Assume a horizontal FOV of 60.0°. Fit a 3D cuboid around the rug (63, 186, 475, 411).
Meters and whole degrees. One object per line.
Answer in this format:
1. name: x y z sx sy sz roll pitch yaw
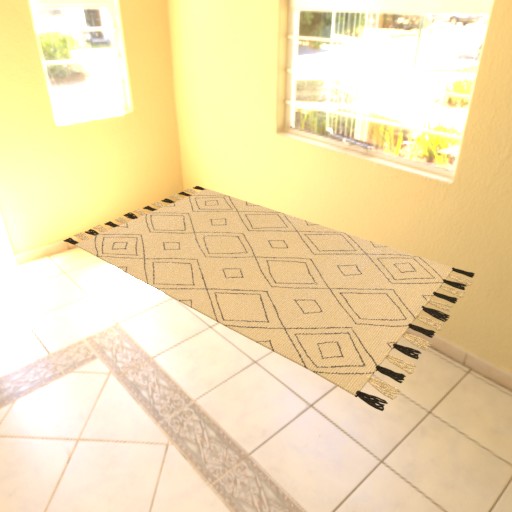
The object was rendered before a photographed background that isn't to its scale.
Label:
1. rug: 0.000 0.000 3.316 2.755 0.021 1.524 22 37 32
